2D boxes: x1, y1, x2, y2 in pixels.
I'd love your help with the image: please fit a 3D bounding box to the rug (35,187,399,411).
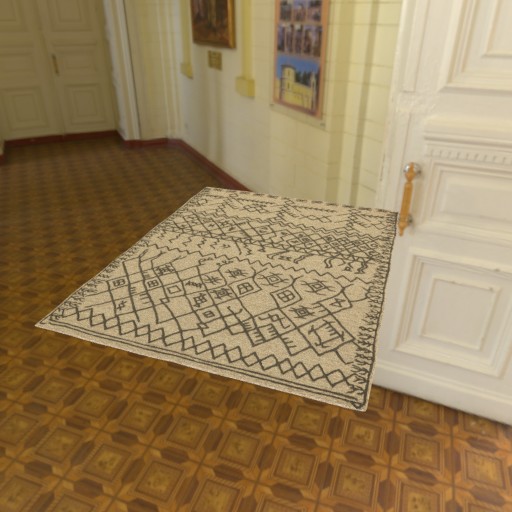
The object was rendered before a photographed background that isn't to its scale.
[{"bbox_3d":[0.000,0.000,3.362,1.964,0.025,2.455,10,31,17],"label":"rug"}]
